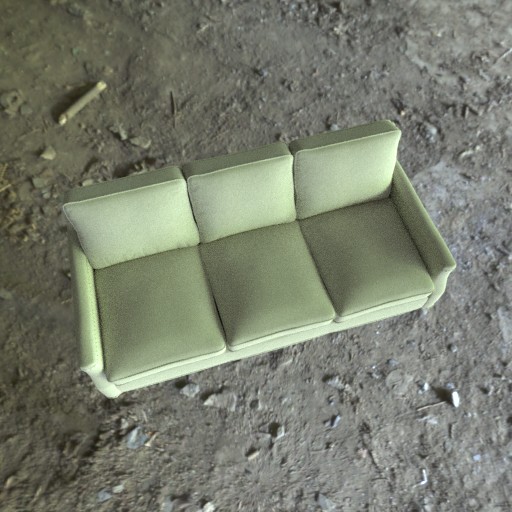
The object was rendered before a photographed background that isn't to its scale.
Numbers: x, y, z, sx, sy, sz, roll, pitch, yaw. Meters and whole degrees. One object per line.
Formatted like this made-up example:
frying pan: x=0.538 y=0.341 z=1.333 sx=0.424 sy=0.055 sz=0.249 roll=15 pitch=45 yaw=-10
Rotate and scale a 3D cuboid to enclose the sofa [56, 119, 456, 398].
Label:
sofa: x=0.000 y=0.000 z=2.820 sx=2.246 sy=1.003 sz=1.084 roll=-14 pitch=63 yaw=-7
